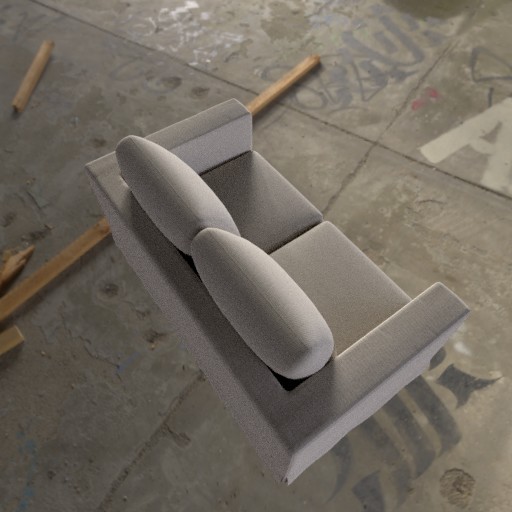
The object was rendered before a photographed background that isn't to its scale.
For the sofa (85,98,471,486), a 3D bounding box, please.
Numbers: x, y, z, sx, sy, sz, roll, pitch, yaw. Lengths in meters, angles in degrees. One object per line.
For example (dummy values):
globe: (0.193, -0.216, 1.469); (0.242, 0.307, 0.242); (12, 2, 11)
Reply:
sofa: (0.000, 0.000, 2.298); (1.009, 0.932, 1.813); (-31, 61, -19)
